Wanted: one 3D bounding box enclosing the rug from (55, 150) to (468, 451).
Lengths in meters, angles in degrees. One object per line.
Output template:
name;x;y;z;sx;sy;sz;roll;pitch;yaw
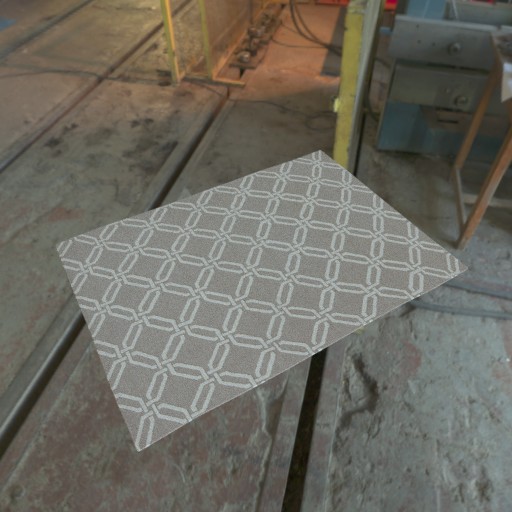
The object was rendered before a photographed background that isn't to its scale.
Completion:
rug;0.000;0.000;2.780;2.135;0.013;1.524;-23;51;-21
